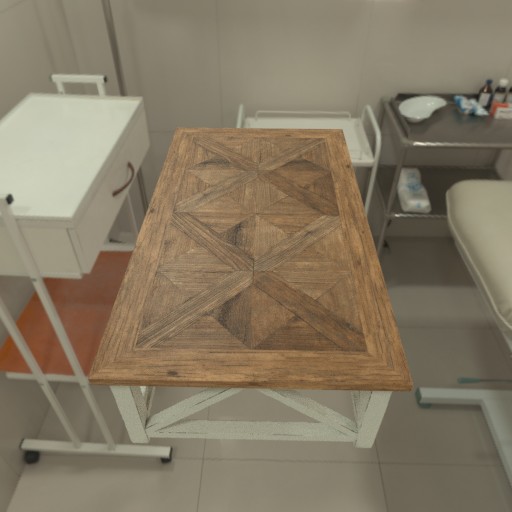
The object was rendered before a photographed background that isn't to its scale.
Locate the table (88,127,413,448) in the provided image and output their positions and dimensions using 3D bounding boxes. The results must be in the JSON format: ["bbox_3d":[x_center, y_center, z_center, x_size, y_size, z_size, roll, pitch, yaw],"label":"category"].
[{"bbox_3d":[0.000,0.000,1.747,0.800,0.410,1.400,1,41,1],"label":"table"}]
